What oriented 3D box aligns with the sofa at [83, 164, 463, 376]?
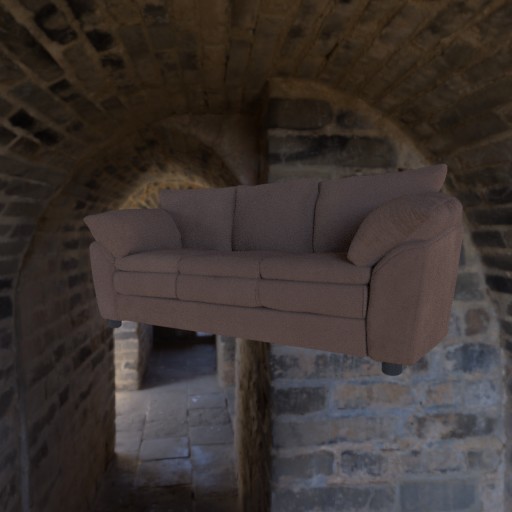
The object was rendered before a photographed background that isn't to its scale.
[{"bbox_3d":[0.000,0.000,2.790,2.336,1.015,0.878,1,2,34],"label":"sofa"}]
